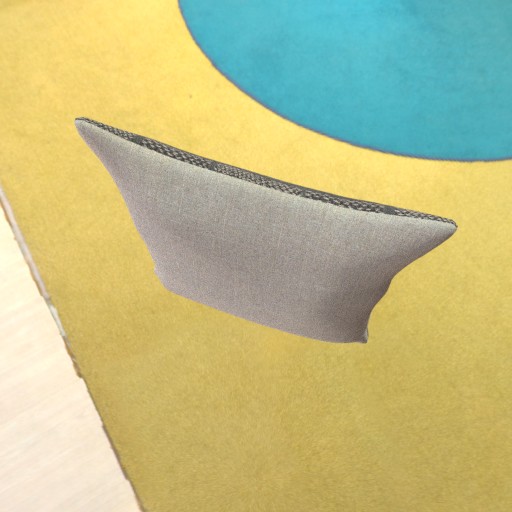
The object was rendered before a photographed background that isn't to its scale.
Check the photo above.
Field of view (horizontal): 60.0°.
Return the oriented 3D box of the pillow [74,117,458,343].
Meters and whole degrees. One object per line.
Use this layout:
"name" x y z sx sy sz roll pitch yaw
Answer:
"pillow" 0.000 0.000 0.665 0.435 0.432 0.138 17 64 9
